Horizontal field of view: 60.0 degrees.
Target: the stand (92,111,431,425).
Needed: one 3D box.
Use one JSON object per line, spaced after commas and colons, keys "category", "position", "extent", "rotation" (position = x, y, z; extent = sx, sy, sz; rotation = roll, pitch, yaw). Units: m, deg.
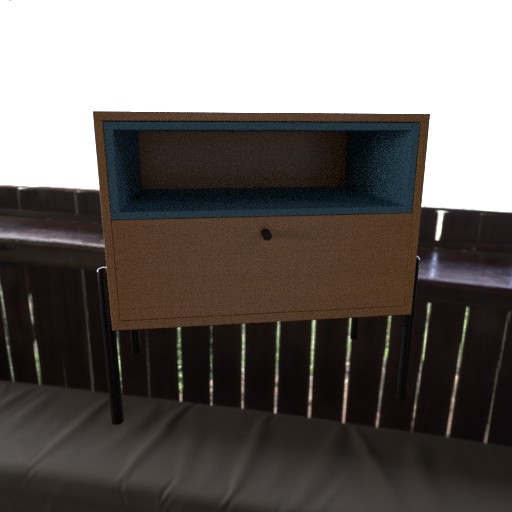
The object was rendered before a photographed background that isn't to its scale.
{"category": "stand", "position": [0.000, 0.000, 0.998], "extent": [0.630, 0.600, 0.400], "rotation": [-2, 15, -7]}
